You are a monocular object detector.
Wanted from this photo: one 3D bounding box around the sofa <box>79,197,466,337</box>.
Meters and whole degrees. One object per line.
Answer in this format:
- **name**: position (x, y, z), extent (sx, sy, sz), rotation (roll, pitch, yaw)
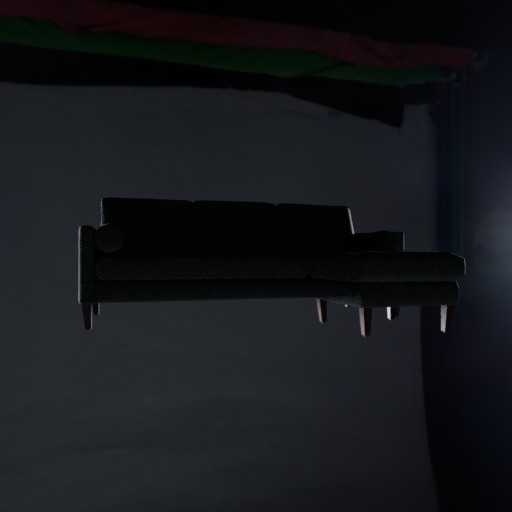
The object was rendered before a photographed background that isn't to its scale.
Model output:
- **sofa**: position (0.000, 0.000, 2.922), extent (2.178, 0.876, 1.506), rotation (0, -1, -16)
